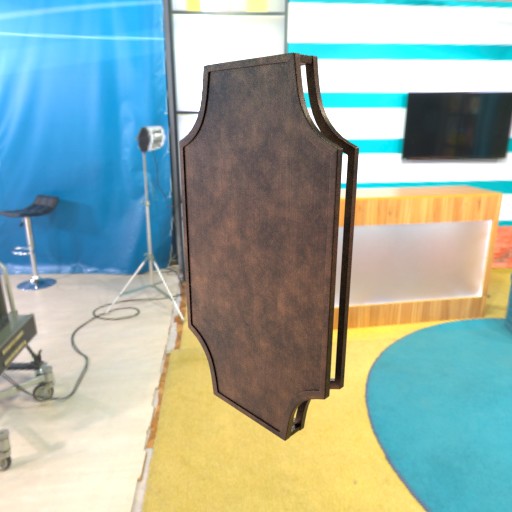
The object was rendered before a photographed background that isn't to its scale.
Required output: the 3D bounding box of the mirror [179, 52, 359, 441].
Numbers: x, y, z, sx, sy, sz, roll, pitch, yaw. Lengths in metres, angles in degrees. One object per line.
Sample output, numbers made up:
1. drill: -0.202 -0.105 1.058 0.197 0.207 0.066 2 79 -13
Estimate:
1. mirror: 0.000 0.000 1.000 0.066 0.811 0.462 -16 23 -42
